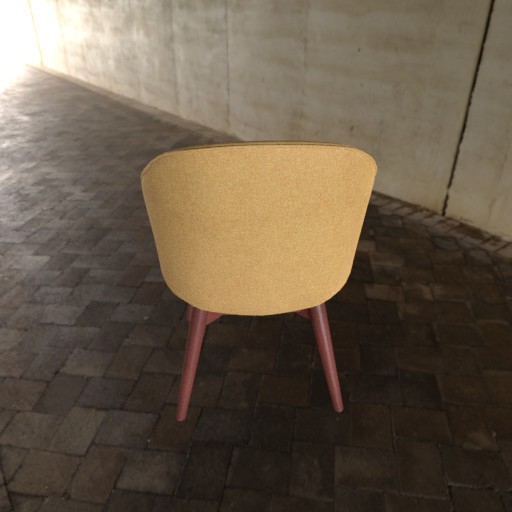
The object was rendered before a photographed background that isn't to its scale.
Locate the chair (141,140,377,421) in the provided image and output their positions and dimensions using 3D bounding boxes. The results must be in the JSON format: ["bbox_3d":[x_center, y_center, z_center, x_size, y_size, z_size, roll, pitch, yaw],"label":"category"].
[{"bbox_3d":[0.000,0.000,1.275,0.596,0.823,0.635,-2,30,-3],"label":"chair"}]
